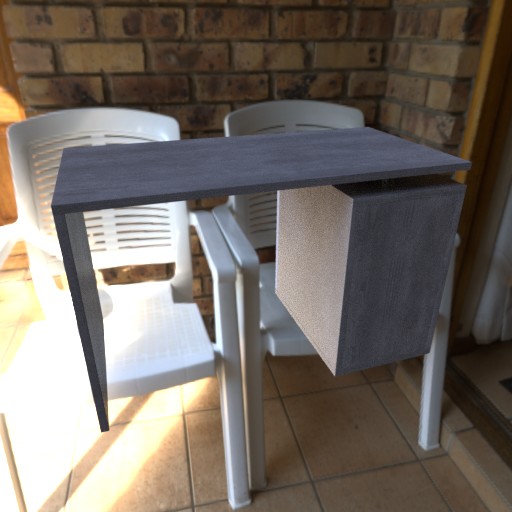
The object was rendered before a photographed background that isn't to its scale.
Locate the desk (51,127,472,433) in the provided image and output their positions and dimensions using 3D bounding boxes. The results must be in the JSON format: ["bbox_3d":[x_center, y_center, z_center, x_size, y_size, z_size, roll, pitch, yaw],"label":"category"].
[{"bbox_3d":[0.000,0.000,1.612,1.200,0.740,0.600,-9,28,-17],"label":"desk"}]
